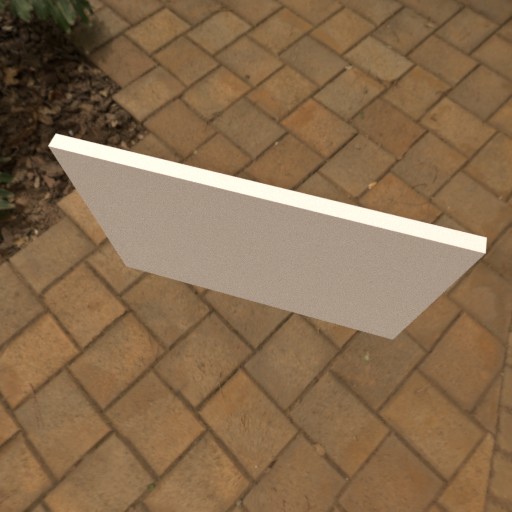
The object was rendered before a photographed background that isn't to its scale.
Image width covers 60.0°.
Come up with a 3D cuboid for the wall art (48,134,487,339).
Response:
[{"bbox_3d":[0.000,0.000,1.694,1.308,0.902,0.051,15,65,7],"label":"wall art"}]
